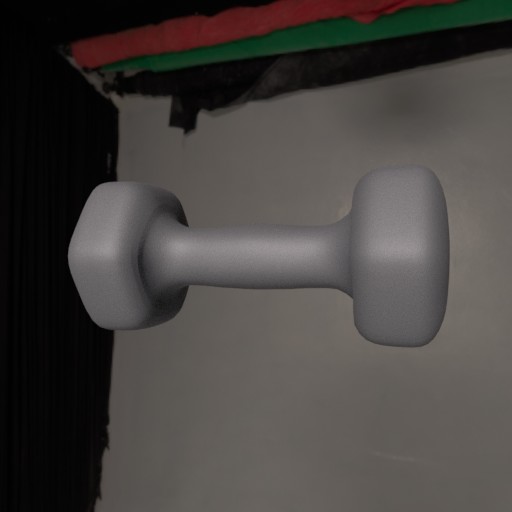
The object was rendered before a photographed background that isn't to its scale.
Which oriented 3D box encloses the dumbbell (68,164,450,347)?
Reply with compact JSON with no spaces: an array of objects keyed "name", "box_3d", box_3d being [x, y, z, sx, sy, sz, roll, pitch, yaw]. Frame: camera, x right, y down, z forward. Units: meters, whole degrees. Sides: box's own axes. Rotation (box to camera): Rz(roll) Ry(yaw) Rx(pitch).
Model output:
[{"name":"dumbbell","box_3d":[0.000,0.000,0.300,0.240,0.105,0.116,0,0,18]}]
